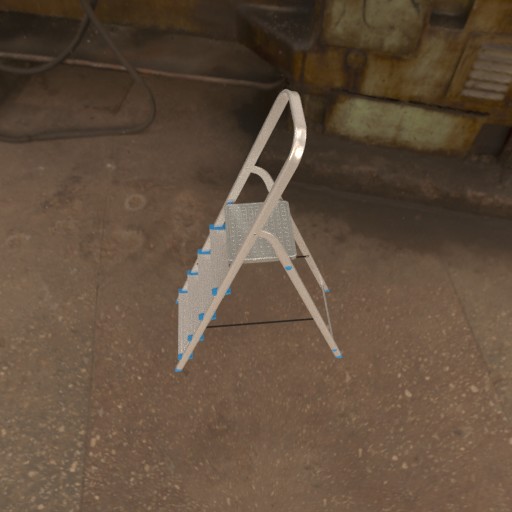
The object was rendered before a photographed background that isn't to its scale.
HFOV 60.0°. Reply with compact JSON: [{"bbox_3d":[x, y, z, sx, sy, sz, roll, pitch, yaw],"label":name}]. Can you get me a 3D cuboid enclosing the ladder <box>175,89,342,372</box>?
[{"bbox_3d":[0.000,0.000,2.043,0.990,1.648,0.468,-4,57,-3],"label":"ladder"}]
